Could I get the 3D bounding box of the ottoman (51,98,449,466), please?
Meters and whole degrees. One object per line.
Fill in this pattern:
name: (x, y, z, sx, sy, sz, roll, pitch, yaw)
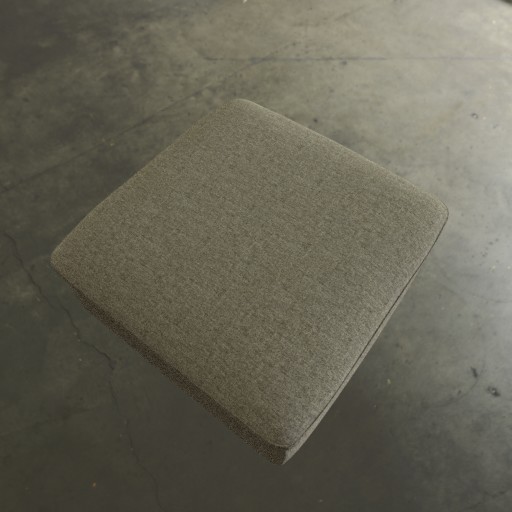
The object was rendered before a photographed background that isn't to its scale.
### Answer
ottoman: (0.000, 0.000, 1.651, 1.035, 0.526, 1.039, 33, 64, 18)
